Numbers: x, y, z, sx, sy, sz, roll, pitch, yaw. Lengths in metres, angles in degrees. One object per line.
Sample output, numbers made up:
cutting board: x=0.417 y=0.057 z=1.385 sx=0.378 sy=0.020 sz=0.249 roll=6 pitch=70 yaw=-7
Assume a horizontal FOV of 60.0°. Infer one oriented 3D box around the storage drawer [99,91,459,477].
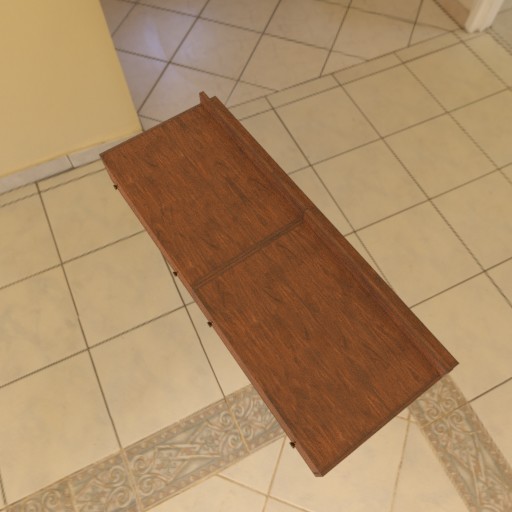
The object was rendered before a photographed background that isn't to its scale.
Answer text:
storage drawer: x=0.000 y=0.000 z=2.222 sx=0.774 sy=0.339 sz=1.914 roll=-32 pitch=68 yaw=-15
